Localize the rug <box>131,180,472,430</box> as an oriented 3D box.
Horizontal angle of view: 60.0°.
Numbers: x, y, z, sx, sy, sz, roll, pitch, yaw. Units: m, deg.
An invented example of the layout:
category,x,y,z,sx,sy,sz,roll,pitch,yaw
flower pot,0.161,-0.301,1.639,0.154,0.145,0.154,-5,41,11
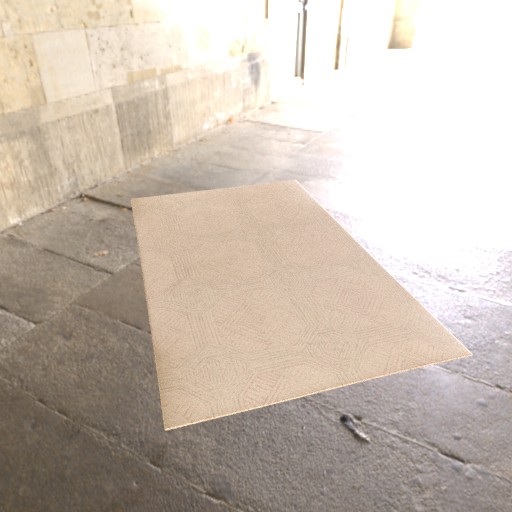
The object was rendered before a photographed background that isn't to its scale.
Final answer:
category,x,y,z,sx,sy,sz,roll,pitch,yaw
rug,0.000,0.000,3.021,1.524,0.008,2.440,-9,32,-14
